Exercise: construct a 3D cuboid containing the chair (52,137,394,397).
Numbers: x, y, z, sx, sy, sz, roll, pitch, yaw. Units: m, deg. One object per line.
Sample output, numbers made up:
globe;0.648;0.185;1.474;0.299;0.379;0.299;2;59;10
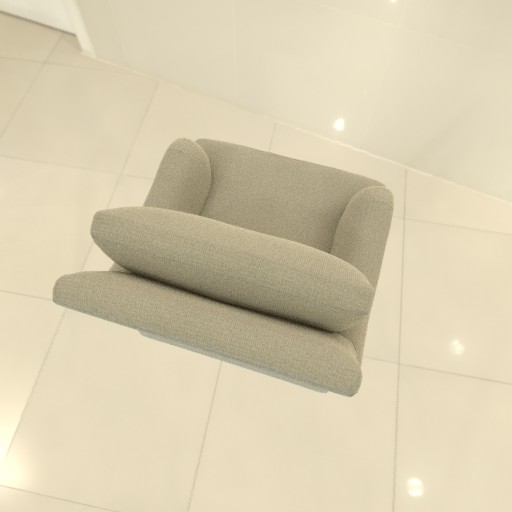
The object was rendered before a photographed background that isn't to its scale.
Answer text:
chair;0.000;0.000;1.808;0.955;1.038;1.070;16;64;8
